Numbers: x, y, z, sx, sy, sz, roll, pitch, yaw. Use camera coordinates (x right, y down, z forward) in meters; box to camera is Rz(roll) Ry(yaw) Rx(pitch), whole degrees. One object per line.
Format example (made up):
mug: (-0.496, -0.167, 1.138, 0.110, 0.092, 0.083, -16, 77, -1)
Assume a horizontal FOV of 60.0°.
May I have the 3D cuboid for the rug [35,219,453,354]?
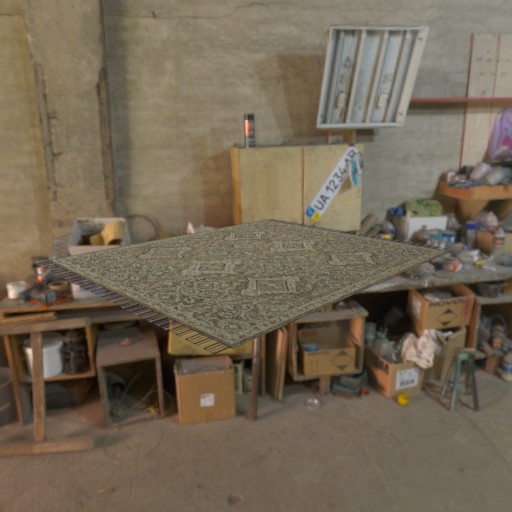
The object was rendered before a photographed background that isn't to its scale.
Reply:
rug: (0.000, 0.000, 4.109, 2.437, 0.010, 3.056, 14, 20, 43)
